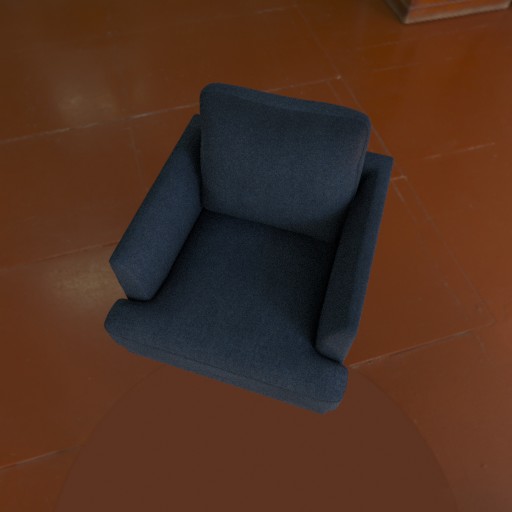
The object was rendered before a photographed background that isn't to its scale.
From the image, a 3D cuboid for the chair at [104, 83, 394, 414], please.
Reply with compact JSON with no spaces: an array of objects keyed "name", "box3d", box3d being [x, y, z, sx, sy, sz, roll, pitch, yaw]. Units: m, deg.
[{"name":"chair","box3d":[0.000,0.000,1.683,0.858,0.957,0.899,15,59,9]}]
